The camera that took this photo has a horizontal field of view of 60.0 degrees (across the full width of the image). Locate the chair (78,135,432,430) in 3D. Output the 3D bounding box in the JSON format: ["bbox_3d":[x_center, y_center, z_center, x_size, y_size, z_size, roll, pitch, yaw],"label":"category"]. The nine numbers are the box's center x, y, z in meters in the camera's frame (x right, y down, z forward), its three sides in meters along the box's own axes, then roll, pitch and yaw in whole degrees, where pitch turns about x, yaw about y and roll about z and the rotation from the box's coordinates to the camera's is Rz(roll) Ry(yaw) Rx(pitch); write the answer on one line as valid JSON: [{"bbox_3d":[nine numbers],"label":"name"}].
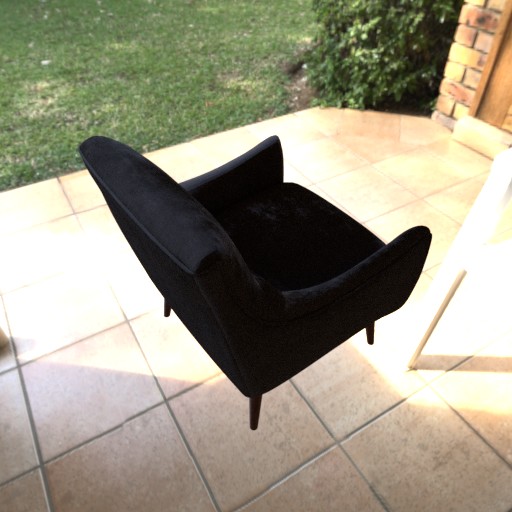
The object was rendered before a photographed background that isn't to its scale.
[{"bbox_3d":[0.000,0.000,1.449,0.787,0.838,0.762,-27,49,-26],"label":"chair"}]
